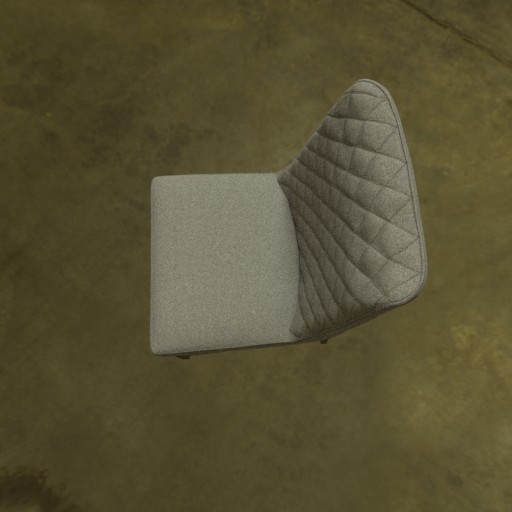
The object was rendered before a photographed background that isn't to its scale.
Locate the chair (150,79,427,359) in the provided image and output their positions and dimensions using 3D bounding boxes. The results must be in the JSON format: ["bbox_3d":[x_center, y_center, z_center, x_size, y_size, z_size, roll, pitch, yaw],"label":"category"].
[{"bbox_3d":[0.000,0.000,1.217,0.587,0.889,0.508,-3,74,-1],"label":"chair"}]
